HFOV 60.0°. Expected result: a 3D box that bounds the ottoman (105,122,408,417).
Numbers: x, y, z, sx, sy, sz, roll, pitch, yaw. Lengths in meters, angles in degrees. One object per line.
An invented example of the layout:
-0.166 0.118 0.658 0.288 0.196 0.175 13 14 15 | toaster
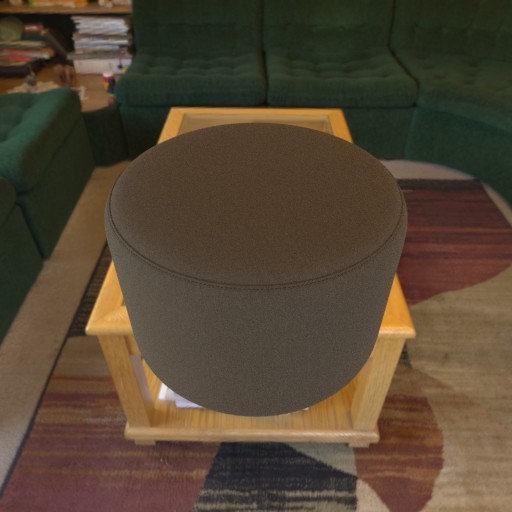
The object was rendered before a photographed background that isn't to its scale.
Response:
0.000 0.000 1.015 0.608 0.433 0.608 0 41 0 | ottoman
